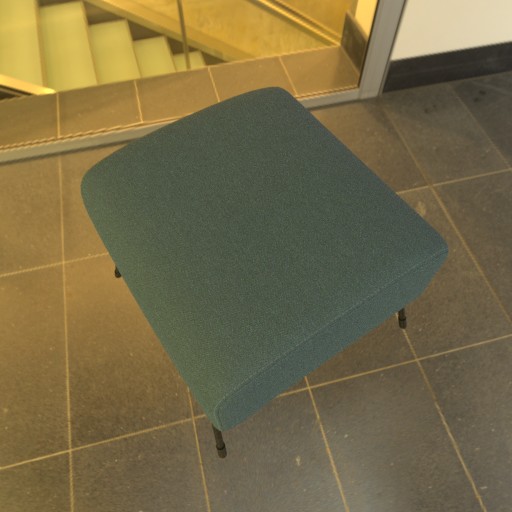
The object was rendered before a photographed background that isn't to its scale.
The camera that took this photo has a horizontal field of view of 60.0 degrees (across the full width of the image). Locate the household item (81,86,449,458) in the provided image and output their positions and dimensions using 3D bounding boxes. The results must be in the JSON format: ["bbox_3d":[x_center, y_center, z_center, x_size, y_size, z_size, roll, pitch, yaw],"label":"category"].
[{"bbox_3d":[0.000,0.000,0.927,0.530,0.420,0.530,-30,63,-17],"label":"household item"}]
